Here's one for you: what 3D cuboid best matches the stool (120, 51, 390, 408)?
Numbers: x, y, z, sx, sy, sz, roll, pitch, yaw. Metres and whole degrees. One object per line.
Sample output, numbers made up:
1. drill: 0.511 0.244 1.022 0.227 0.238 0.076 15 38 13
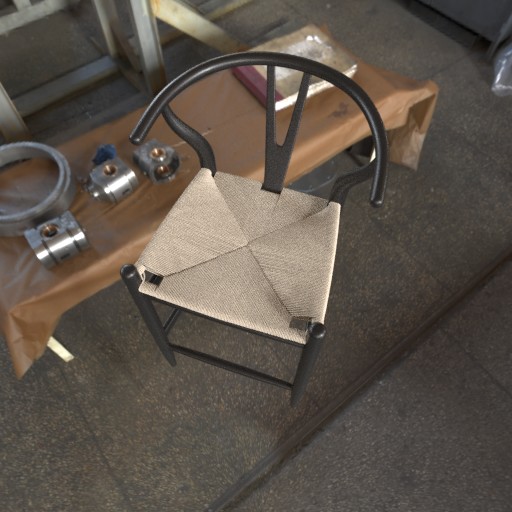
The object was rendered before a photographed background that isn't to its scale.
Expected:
1. stool: 0.000 0.000 1.328 0.569 0.970 0.579 16 61 9
